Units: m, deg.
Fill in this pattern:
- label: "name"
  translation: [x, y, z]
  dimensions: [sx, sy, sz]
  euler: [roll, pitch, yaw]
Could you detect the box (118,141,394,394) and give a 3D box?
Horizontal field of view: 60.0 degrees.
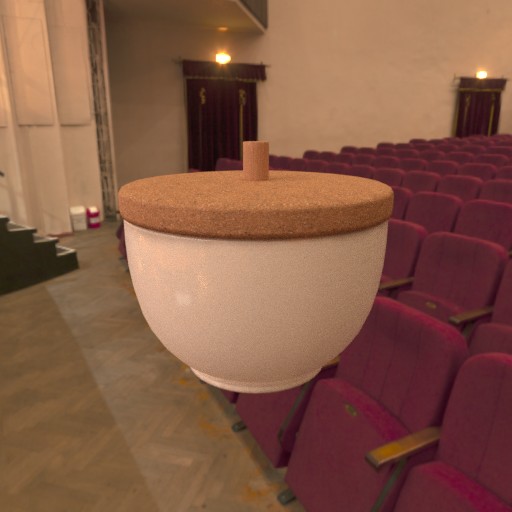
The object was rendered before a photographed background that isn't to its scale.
- label: "box"
  translation: [0.000, 0.000, 0.188]
  dimensions: [0.107, 0.094, 0.107]
  euler: [0, 16, 0]
